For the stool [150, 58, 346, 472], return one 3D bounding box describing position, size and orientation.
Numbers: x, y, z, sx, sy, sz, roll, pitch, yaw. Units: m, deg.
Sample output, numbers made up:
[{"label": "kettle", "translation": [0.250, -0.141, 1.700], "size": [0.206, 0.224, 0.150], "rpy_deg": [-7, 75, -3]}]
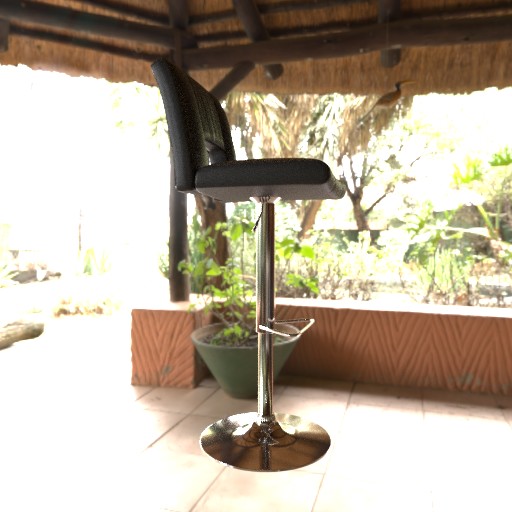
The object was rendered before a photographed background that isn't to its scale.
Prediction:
[{"label": "stool", "translation": [0.000, 0.000, 1.392], "size": [0.520, 1.151, 0.415], "rpy_deg": [0, 1, 18]}]
